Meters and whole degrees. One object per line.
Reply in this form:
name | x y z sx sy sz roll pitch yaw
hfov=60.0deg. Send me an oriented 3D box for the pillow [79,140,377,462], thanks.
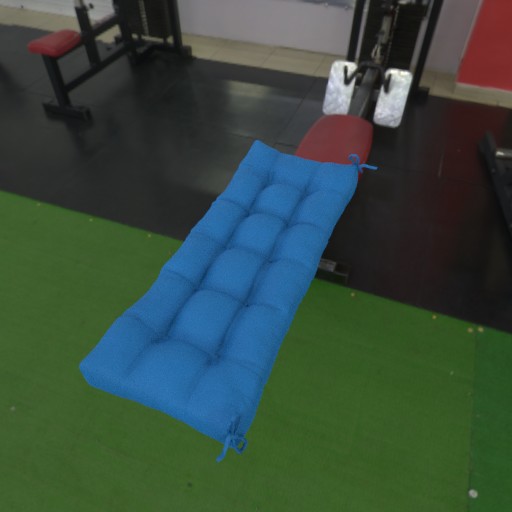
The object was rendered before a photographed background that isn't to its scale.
pillow | 0.000 0.000 1.398 0.511 0.174 1.194 17 49 16
